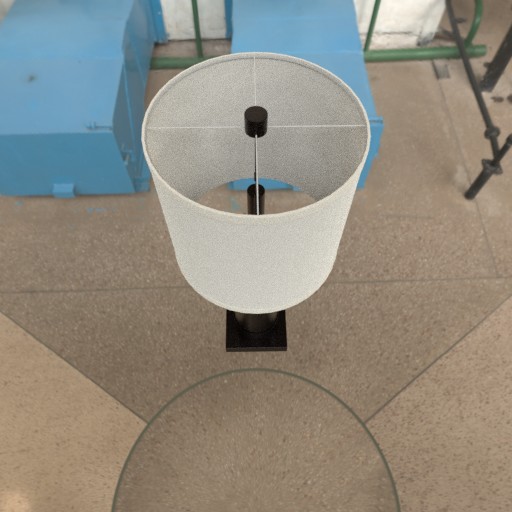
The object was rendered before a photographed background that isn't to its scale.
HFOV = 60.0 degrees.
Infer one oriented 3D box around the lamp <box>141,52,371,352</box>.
[{"bbox_3d":[0.000,0.000,0.618,0.211,0.509,0.211,-1,60,0],"label":"lamp"}]
